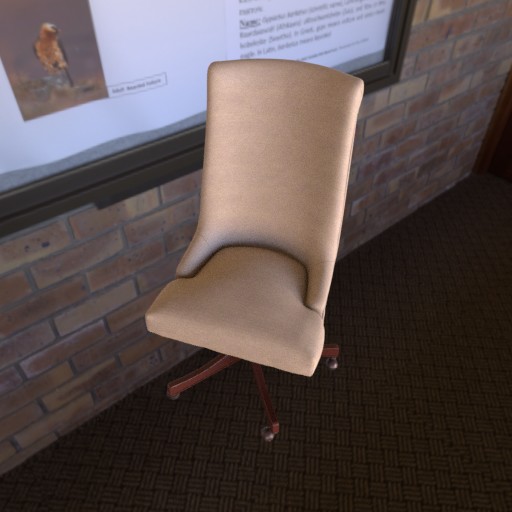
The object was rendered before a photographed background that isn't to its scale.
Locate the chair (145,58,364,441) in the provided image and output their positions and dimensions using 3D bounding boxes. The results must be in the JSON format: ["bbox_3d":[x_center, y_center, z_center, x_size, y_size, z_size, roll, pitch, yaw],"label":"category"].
[{"bbox_3d":[0.000,0.000,1.420,0.645,1.010,0.696,13,44,14],"label":"chair"}]
